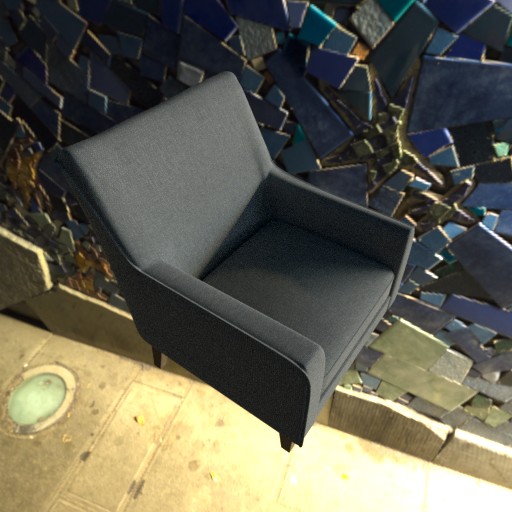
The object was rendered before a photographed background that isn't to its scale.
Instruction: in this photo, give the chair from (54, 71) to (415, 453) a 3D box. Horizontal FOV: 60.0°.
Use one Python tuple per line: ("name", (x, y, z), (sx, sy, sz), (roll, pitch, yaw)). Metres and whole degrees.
("chair", (0.000, 0.000, 1.598), (0.899, 0.919, 0.780), (26, 49, 25))
